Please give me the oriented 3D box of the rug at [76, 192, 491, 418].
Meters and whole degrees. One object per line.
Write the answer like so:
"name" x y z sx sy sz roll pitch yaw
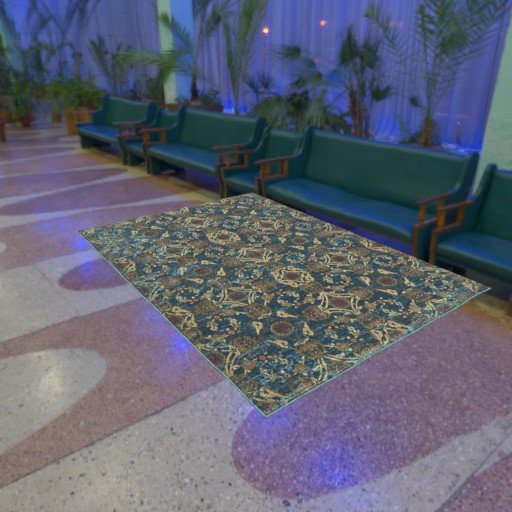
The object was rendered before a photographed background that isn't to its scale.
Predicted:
"rug" 0.000 0.000 2.803 1.567 0.014 2.207 -18 31 -33
